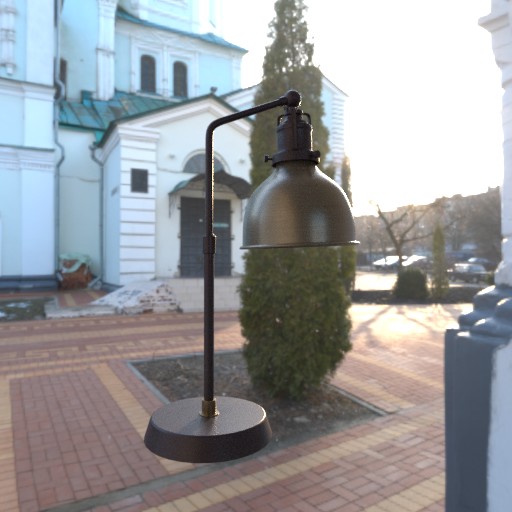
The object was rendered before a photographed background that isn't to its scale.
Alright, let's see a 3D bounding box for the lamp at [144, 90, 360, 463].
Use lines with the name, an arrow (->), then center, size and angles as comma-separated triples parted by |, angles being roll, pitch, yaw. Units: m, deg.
lamp -> 0.000, 0.000, 0.607 | 0.298, 0.469, 0.175 | 0, 0, -17
